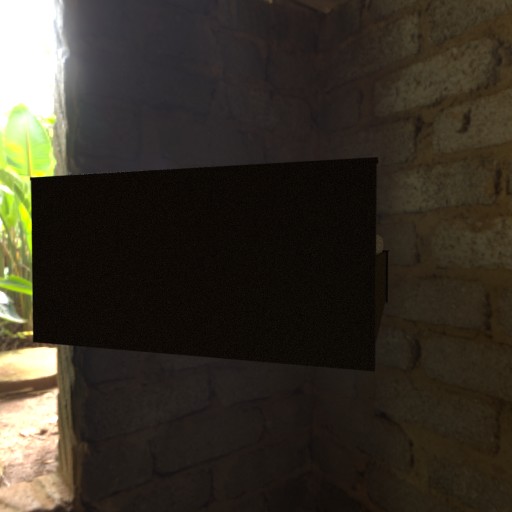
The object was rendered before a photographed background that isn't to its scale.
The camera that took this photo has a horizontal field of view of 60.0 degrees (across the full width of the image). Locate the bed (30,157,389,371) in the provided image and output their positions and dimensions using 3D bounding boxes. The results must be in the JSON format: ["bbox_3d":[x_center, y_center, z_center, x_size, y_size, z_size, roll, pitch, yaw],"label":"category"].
[{"bbox_3d":[0.000,0.000,2.916,1.634,0.808,2.103,1,2,18],"label":"bed"}]
